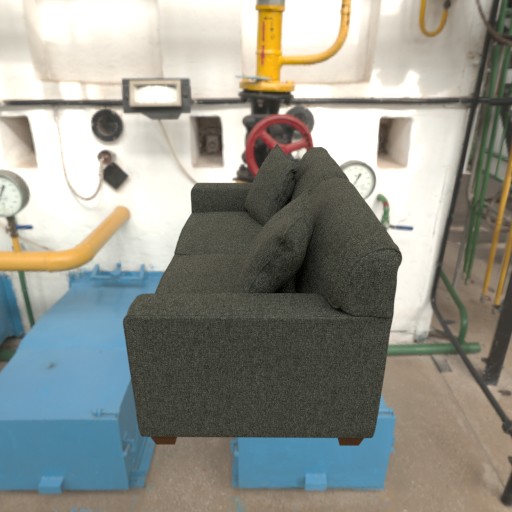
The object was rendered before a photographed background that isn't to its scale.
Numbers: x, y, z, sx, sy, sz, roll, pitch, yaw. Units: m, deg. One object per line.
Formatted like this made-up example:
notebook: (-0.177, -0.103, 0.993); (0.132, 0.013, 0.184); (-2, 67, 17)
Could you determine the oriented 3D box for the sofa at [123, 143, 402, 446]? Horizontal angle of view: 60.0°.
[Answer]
sofa: (0.000, 0.000, 2.444); (0.998, 0.958, 1.846); (0, 24, 0)
